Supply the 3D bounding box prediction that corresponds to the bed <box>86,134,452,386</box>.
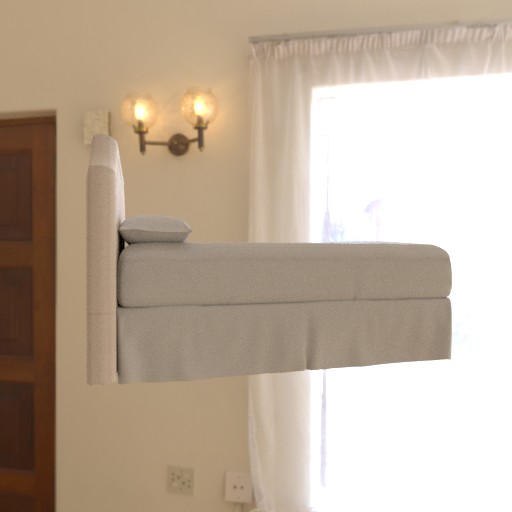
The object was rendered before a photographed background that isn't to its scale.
[{"bbox_3d":[0.000,0.000,3.251,2.164,1.297,1.828,0,1,-15],"label":"bed"}]
